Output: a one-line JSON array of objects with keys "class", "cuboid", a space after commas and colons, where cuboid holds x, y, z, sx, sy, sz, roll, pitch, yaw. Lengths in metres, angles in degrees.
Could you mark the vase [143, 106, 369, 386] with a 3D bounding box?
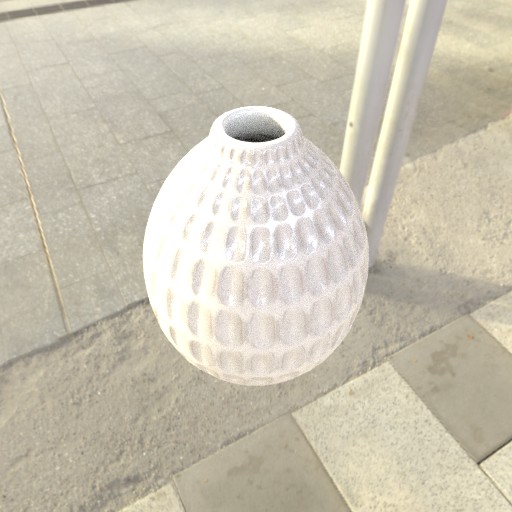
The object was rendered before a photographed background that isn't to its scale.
[{"class": "vase", "cuboid": [0.000, 0.000, 0.257, 0.128, 0.167, 0.128, 0, 45, 0]}]
